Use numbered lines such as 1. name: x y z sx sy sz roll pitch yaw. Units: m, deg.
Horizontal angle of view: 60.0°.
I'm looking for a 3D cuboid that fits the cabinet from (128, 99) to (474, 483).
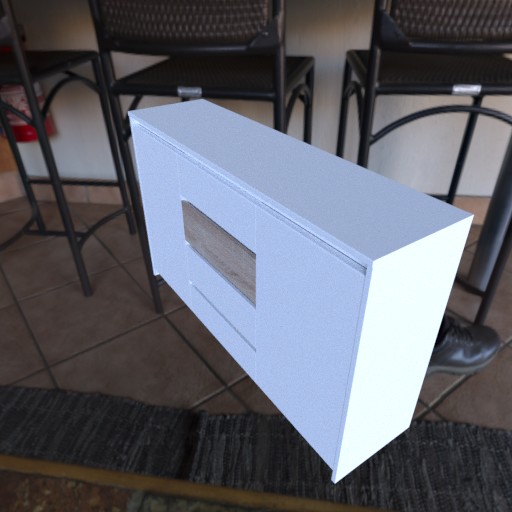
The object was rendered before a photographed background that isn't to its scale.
1. cabinet: 0.000 0.000 1.813 0.380 0.900 1.450 -21 39 -29
